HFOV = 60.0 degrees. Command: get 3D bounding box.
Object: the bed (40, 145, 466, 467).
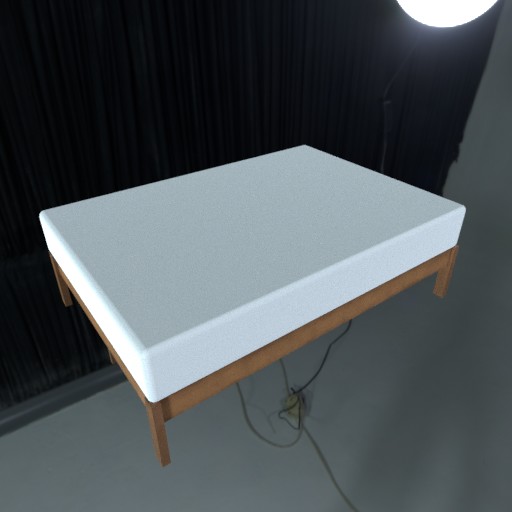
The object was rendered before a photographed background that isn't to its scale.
[{"bbox_3d":[0.000,0.000,2.564,1.927,0.616,1.348,-21,38,-30],"label":"bed"}]
